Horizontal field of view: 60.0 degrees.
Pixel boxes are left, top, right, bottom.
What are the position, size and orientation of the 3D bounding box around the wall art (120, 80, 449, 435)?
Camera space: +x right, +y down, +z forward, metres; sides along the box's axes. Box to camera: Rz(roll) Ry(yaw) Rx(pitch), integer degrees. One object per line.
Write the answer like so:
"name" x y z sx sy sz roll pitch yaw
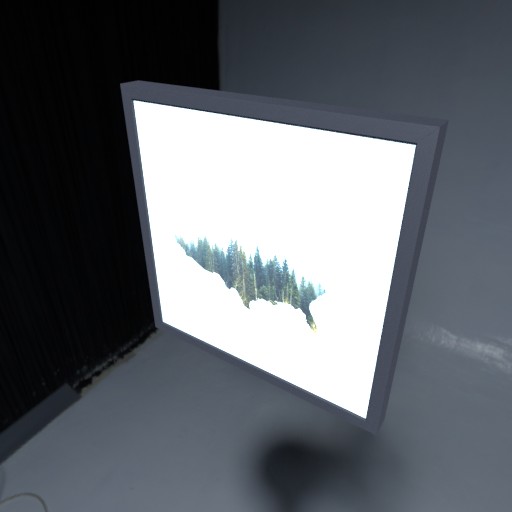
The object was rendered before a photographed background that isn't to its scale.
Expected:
"wall art" 0.000 0.000 0.747 0.509 0.509 0.040 19 35 29
